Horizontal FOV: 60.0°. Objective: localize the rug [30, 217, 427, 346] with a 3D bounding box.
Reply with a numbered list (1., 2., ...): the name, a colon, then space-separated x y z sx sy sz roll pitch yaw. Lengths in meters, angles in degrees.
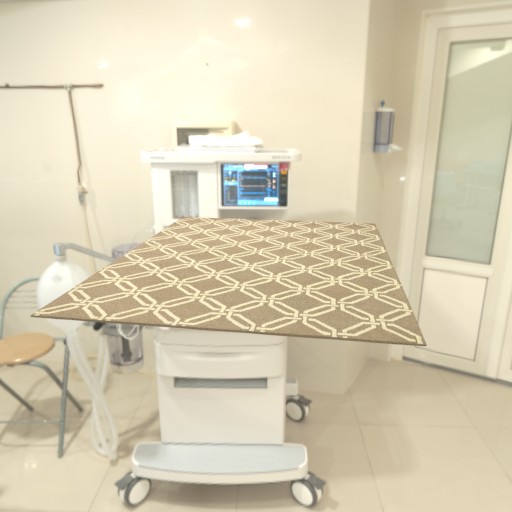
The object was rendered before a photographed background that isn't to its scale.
1. rug: 0.000 0.000 3.861 2.288 0.018 2.895 3 17 9
